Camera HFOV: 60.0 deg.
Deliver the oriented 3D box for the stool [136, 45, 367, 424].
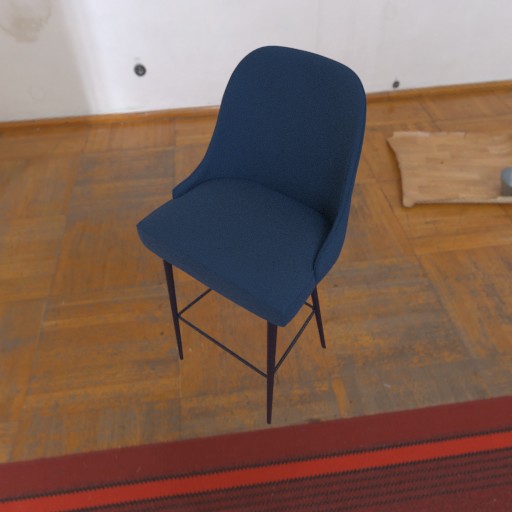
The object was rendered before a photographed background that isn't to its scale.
[{"bbox_3d":[0.000,0.000,1.377,0.527,1.079,0.489,29,53,25],"label":"stool"}]
